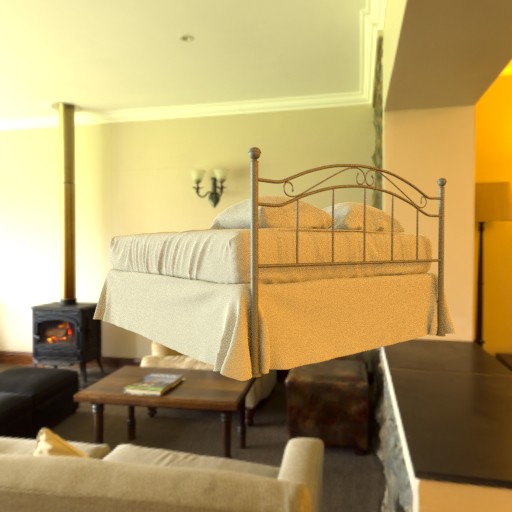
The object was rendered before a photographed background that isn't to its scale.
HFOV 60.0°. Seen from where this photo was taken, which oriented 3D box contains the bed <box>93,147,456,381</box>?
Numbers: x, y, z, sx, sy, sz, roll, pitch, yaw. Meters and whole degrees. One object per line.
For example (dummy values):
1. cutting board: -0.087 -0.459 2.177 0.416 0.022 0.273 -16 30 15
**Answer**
1. bed: 0.000 0.000 3.406 1.936 1.080 2.215 -1 2 -36
